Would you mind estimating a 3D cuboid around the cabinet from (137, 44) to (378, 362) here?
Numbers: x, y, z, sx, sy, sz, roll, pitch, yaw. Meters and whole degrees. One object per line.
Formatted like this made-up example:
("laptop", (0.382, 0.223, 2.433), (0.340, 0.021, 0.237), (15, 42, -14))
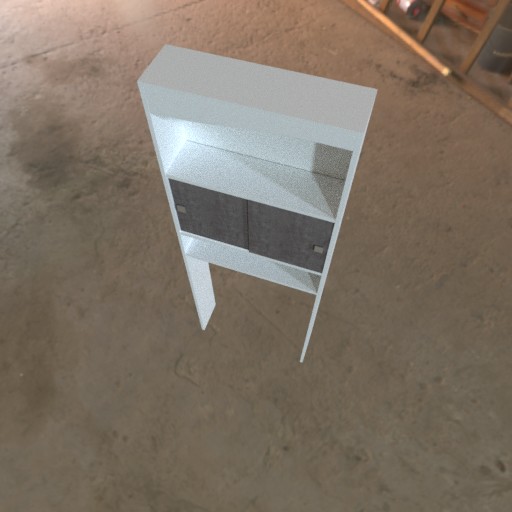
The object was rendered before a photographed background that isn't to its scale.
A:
("cabinet", (0.000, 0.000, 1.977), (0.643, 1.770, 0.192), (16, 59, 10))
